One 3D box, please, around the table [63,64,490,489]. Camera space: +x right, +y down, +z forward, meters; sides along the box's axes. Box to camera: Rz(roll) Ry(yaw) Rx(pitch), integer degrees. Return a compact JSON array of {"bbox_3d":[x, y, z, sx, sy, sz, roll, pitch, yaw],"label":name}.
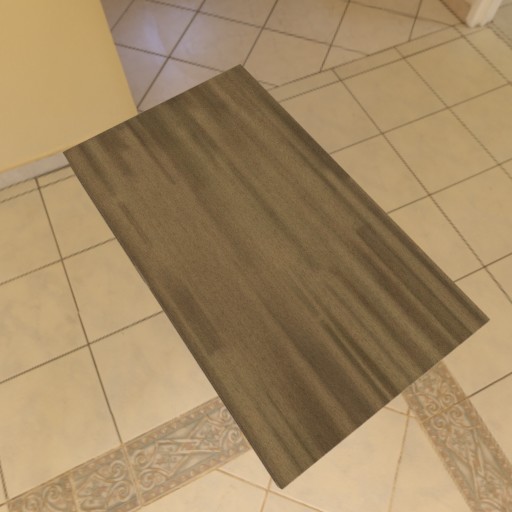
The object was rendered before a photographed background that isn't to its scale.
[{"bbox_3d":[0.000,0.000,1.356,0.643,0.347,1.088,-32,68,-15],"label":"table"}]
